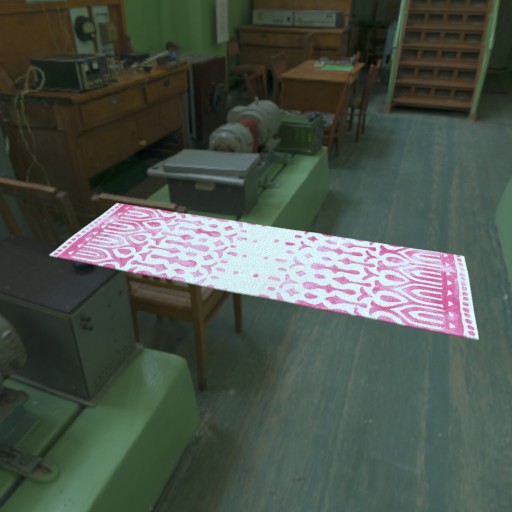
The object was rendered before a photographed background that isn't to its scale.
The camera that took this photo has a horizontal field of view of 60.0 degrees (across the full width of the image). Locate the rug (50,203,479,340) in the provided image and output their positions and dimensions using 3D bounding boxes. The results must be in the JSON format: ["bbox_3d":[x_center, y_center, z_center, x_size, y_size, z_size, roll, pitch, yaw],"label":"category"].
[{"bbox_3d":[0.000,0.000,2.717,2.458,0.011,0.787,10,33,15],"label":"rug"}]
